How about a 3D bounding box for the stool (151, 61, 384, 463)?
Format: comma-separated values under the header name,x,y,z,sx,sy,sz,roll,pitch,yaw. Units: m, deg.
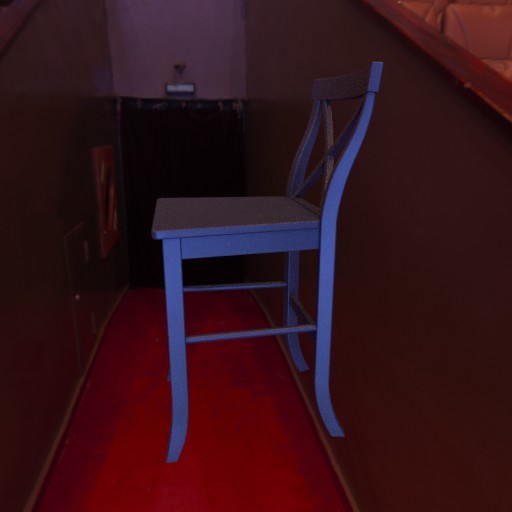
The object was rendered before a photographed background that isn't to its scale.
name,x,y,z,sx,sy,sz,roll,pitch,yaw
stool,0.000,0.000,1.273,0.559,0.989,0.452,-3,17,-10
